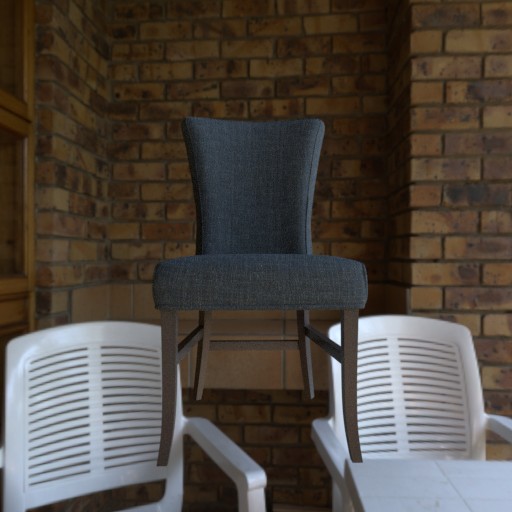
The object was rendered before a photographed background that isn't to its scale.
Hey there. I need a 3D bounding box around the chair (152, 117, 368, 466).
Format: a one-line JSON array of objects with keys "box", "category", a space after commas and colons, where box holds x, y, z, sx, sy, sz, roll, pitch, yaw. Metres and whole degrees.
[{"box": [0.000, 0.000, 1.359, 0.520, 0.991, 0.660, 0, 0, -2], "category": "chair"}]
